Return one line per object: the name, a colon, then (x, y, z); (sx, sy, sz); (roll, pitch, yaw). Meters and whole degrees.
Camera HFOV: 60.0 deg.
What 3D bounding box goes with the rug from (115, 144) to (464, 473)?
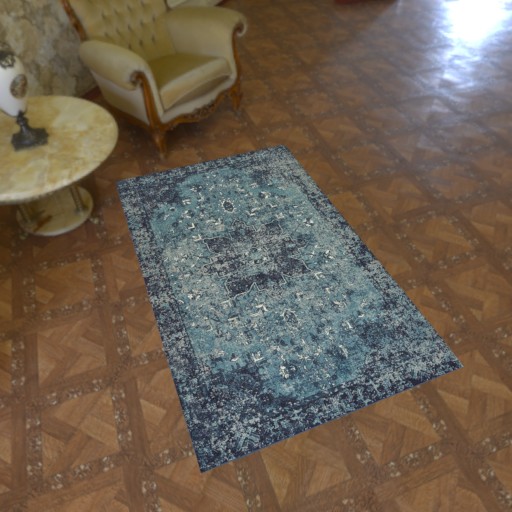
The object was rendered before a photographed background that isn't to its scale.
rug: (0.000, 0.000, 3.052); (1.525, 0.007, 2.440); (-16, 48, -15)
